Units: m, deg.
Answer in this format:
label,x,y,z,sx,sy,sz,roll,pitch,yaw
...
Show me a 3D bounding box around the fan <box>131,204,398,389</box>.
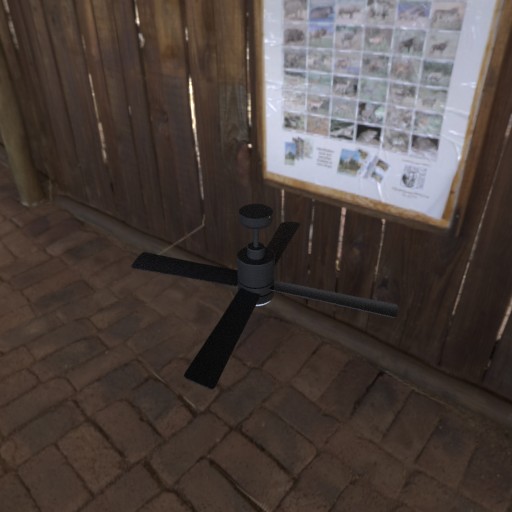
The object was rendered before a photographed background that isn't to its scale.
label,x,y,z,sx,sy,sz,roll,pitch,yaw
fan,0.000,0.000,2.371,1.525,0.534,1.525,11,34,16
